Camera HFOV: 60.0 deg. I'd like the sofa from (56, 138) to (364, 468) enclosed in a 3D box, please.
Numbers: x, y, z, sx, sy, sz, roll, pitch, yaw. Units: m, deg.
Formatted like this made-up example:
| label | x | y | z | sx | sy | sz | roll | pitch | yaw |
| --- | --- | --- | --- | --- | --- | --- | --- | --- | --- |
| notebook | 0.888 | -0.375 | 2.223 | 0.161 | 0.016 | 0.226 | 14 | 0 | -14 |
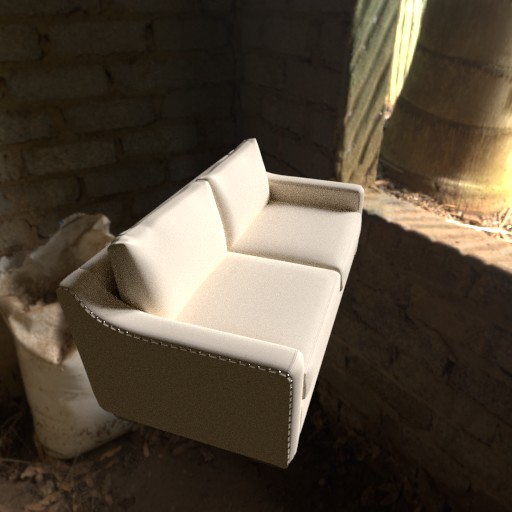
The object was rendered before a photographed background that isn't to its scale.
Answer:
| label | x | y | z | sx | sy | sz | roll | pitch | yaw |
| --- | --- | --- | --- | --- | --- | --- | --- | --- | --- |
| sofa | 0.000 | 0.000 | 2.369 | 0.949 | 0.830 | 1.812 | 10 | 32 | 16 |
